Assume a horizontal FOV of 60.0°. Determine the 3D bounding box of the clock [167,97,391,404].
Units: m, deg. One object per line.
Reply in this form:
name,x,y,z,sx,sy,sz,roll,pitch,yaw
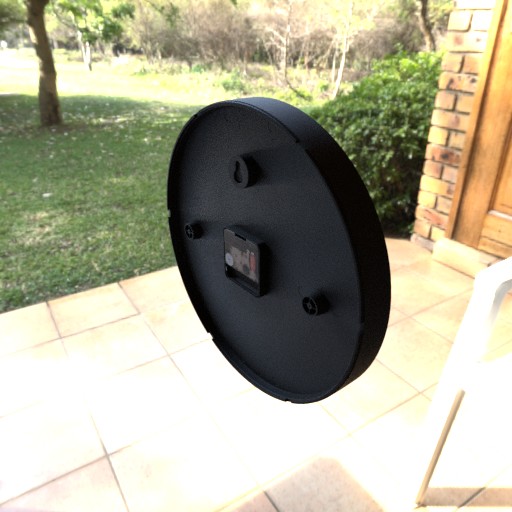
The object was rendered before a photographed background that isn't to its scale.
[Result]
clock,0.000,0.000,0.436,0.040,0.293,0.293,-20,33,-34
